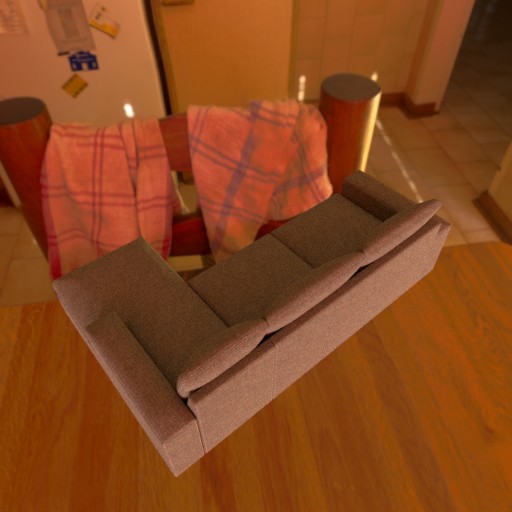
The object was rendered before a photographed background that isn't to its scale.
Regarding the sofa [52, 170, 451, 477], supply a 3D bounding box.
[{"bbox_3d":[0.000,0.000,3.510,2.718,0.940,1.689,-31,54,-26],"label":"sofa"}]
